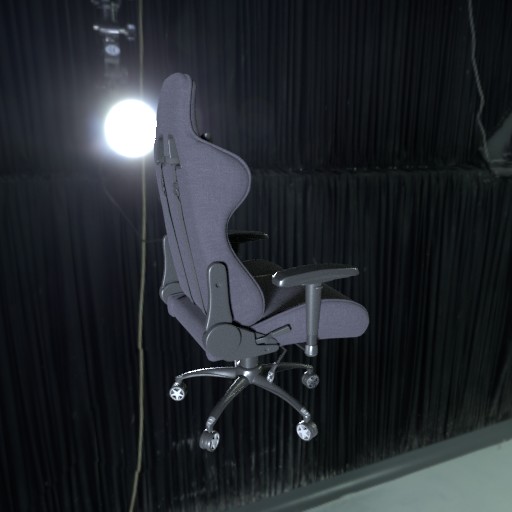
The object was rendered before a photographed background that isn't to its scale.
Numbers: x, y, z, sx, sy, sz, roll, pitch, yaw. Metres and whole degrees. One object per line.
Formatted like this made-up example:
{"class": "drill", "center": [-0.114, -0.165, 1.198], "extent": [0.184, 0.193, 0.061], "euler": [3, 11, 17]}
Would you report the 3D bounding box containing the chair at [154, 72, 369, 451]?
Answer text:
{"class": "chair", "center": [0.000, 0.000, 1.742], "extent": [0.695, 1.300, 0.730], "euler": [-7, 16, -26]}
